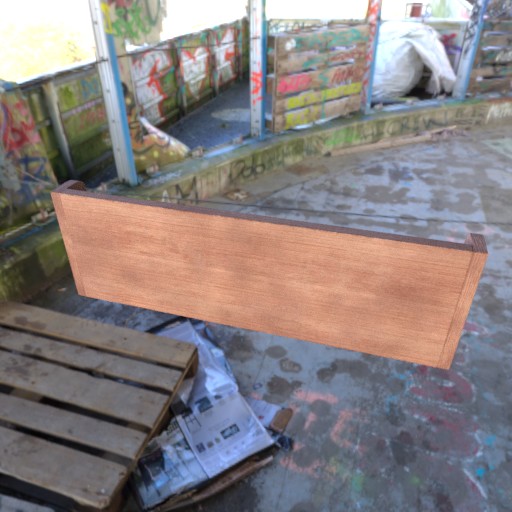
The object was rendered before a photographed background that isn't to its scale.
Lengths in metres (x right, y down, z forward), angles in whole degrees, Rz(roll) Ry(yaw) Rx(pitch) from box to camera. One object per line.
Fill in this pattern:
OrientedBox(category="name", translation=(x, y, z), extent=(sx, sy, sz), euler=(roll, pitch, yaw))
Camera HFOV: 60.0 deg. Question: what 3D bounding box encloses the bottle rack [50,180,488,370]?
OrientedBox(category="bottle rack", translation=(0.000, 0.000, 0.698), extent=(0.608, 0.196, 0.126), euler=(9, 34, 14))
